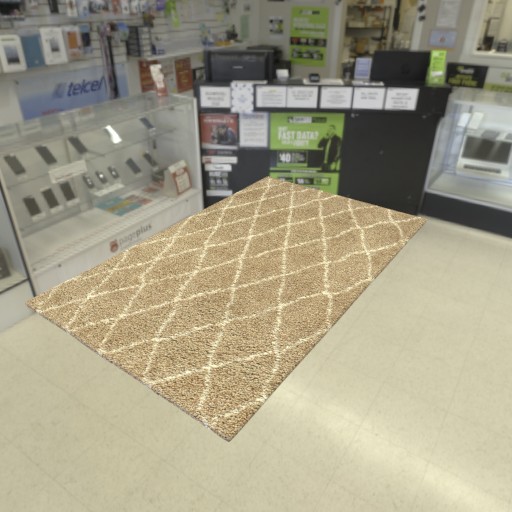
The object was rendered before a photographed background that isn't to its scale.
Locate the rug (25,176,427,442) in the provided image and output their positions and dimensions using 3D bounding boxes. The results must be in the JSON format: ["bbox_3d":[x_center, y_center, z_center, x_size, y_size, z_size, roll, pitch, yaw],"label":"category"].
[{"bbox_3d":[0.000,0.000,3.004,1.524,0.030,2.438,21,37,30],"label":"rug"}]
